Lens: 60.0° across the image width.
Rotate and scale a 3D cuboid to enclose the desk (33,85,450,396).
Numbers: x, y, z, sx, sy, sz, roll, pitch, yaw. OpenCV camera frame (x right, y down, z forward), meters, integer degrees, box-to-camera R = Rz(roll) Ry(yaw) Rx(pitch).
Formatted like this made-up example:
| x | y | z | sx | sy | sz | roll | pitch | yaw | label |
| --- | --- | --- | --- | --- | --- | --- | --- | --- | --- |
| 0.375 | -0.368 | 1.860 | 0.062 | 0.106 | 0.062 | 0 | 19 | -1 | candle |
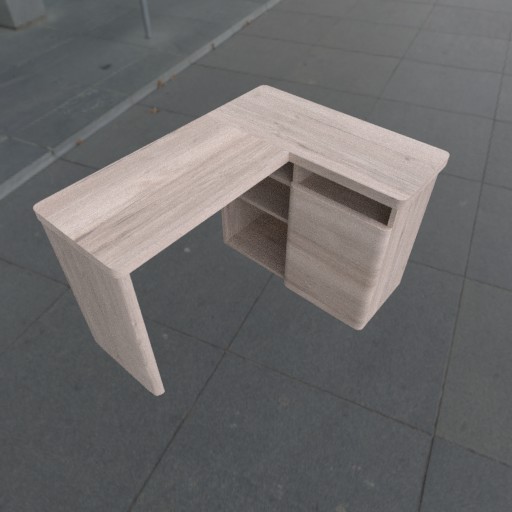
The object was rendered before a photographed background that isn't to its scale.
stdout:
| x | y | z | sx | sy | sz | roll | pitch | yaw | label |
| --- | --- | --- | --- | --- | --- | --- | --- | --- | --- |
| 0.000 | 0.000 | 1.791 | 0.900 | 0.760 | 1.169 | 31 | 53 | 27 | desk |
